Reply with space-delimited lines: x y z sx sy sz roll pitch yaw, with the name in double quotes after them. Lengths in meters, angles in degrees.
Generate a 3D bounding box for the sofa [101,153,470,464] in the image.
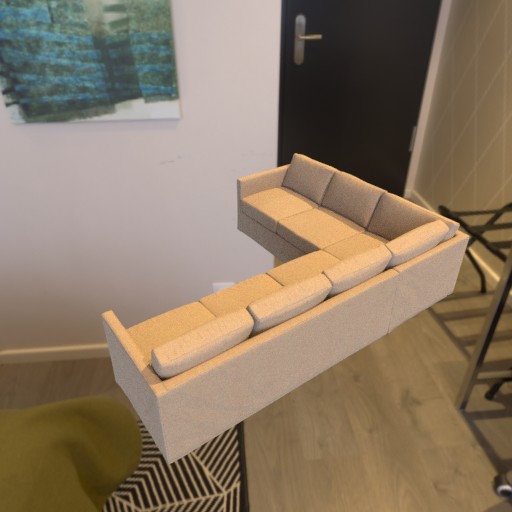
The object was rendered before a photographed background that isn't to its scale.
0.000 0.000 4.277 3.182 0.871 2.432 -21 38 -30 "sofa"
